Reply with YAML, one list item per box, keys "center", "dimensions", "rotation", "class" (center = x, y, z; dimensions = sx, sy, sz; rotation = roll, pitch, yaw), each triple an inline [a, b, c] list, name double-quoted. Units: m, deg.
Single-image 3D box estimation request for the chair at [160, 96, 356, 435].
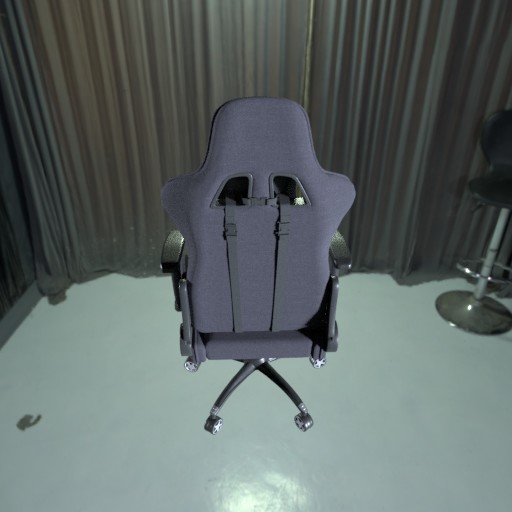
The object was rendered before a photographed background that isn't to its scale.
- center: [0.000, 0.000, 1.731]
  dimensions: [0.730, 1.300, 0.695]
  rotation: [-1, 30, -2]
  class: "chair"
